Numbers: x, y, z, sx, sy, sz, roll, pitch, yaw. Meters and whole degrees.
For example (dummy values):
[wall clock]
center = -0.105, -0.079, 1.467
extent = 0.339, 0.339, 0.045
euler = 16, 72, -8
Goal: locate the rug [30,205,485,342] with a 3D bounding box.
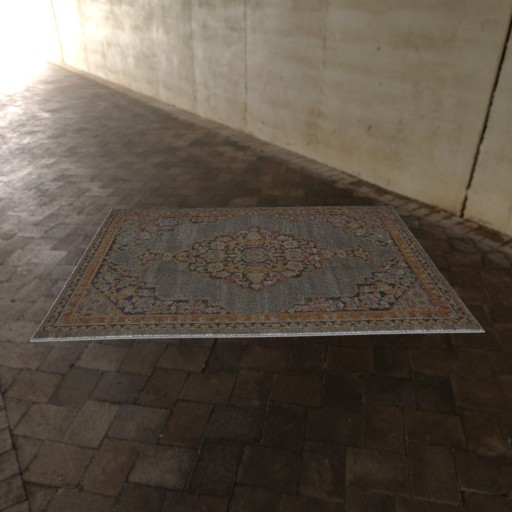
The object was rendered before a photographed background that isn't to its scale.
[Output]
[rug]
center = 0.000, 0.000, 3.694
extent = 2.901, 0.026, 2.043
euler = -1, 30, -2
